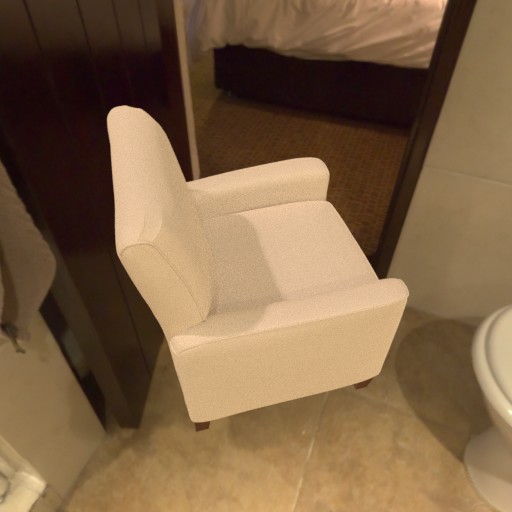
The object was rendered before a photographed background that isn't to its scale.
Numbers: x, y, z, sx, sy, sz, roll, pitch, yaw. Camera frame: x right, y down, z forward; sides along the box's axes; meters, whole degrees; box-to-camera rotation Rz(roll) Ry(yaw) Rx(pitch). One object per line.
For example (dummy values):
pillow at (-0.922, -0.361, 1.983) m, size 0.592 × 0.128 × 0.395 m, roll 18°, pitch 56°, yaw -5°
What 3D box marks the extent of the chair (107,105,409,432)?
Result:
chair at (0.000, 0.000, 1.654) m, size 0.858 × 1.028 × 0.841 m, roll -11°, pitch 47°, yaw -11°
